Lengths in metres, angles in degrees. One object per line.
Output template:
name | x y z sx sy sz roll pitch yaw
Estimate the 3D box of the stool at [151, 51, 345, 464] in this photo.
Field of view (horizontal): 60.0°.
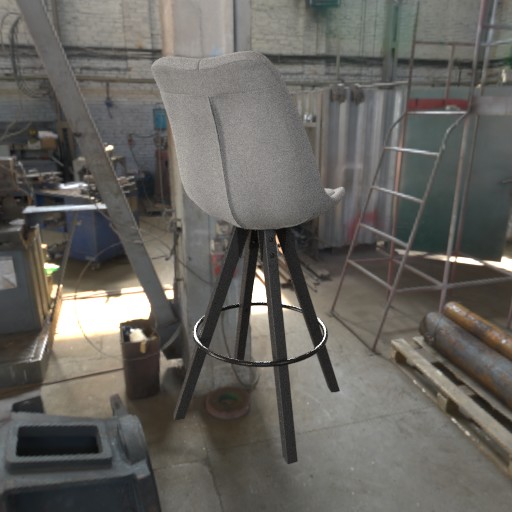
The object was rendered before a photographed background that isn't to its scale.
stool | 0.000 0.000 1.395 0.485 1.115 0.550 9 20 27
